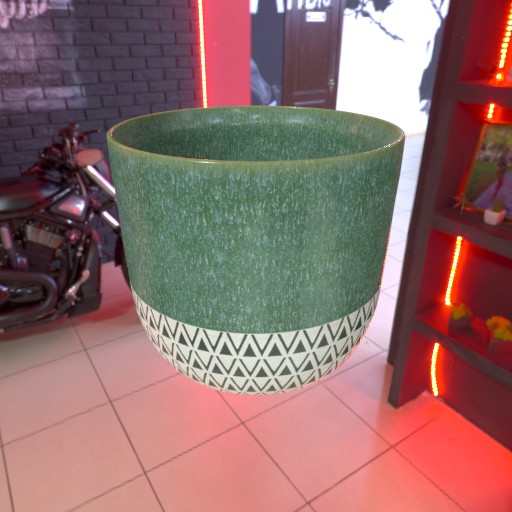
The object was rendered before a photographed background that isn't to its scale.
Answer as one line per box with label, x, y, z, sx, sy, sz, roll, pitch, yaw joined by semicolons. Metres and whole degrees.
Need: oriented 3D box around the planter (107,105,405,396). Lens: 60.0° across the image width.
planter;0.000;0.000;0.471;0.266;0.270;0.266;0;26;0
